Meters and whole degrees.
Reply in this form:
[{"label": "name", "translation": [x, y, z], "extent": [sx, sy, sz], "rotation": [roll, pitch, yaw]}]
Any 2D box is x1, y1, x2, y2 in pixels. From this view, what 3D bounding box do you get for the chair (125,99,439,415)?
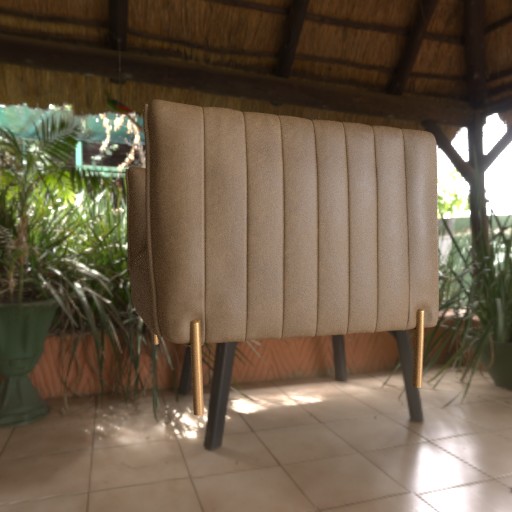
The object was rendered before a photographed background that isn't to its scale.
[{"label": "chair", "translation": [0.000, 0.000, 1.623], "extent": [0.876, 0.779, 0.981], "rotation": [0, 0, -19]}]
